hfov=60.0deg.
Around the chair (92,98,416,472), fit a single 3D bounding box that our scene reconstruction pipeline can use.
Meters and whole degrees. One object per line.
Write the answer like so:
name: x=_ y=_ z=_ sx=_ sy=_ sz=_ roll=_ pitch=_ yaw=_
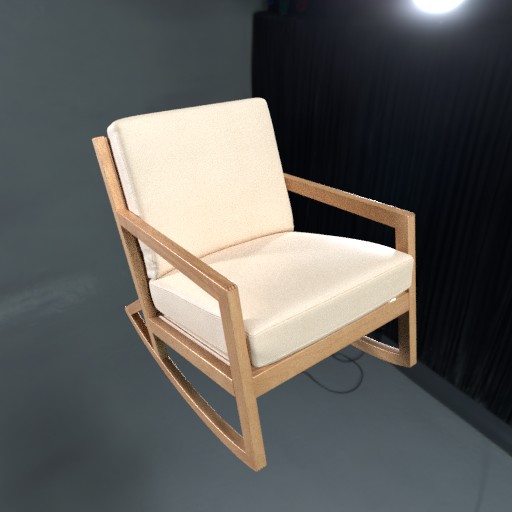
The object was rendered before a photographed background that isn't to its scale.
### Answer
chair: x=0.000 y=0.000 z=1.381 sx=0.622 sy=0.790 sz=0.857 roll=-21 pitch=36 yaw=-31
